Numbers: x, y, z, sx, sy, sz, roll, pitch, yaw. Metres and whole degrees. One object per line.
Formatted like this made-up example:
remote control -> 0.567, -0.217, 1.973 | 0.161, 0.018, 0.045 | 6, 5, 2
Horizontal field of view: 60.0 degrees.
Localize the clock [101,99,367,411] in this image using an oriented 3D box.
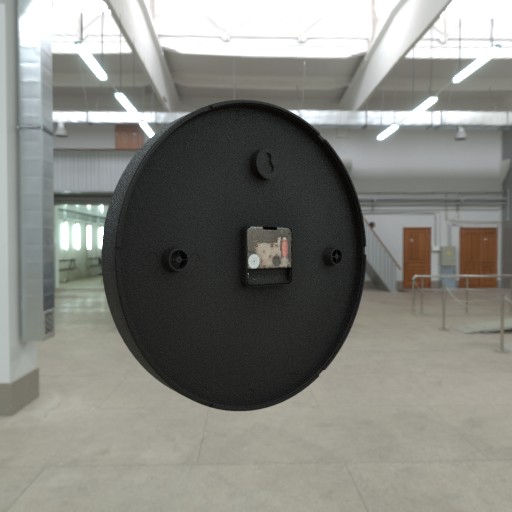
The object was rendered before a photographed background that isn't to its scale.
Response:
clock -> 0.000, 0.000, 0.437 | 0.293, 0.293, 0.040 | -1, 2, -37
